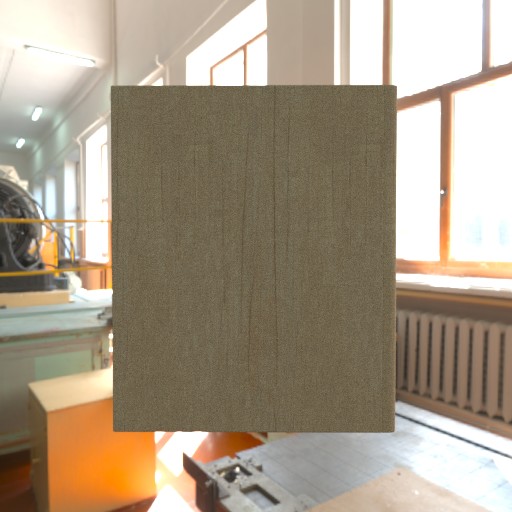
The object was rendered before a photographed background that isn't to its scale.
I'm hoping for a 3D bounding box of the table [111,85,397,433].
[{"bbox_3d":[0.000,0.000,0.934,0.420,0.510,0.570,0,1,0],"label":"table"}]
